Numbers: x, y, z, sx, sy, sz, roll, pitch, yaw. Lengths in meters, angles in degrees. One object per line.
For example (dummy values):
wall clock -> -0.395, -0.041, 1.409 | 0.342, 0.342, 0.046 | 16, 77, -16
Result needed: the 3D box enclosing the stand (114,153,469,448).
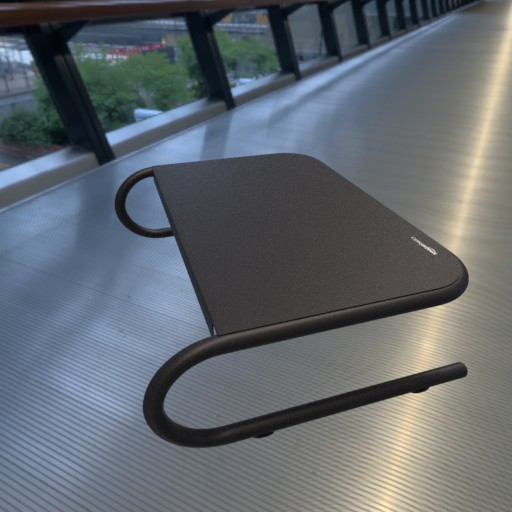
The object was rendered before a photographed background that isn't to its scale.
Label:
stand -> 0.000, 0.000, 0.486 | 0.280, 0.108, 0.370 | -10, 32, -16
